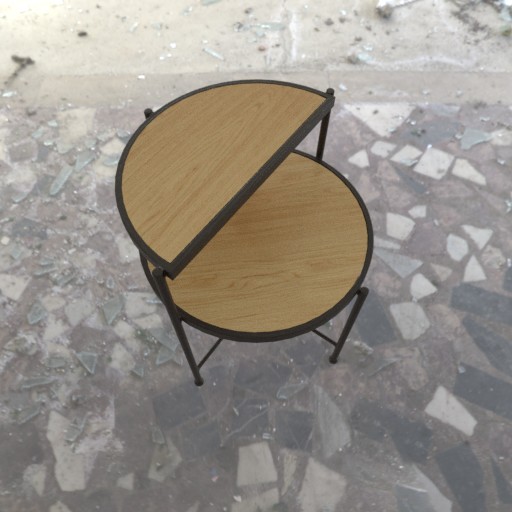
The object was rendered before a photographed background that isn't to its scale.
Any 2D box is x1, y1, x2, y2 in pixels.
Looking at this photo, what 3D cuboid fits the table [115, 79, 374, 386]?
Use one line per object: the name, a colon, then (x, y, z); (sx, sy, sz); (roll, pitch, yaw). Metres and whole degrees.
table: (0.000, 0.000, 1.199); (0.628, 0.684, 0.629); (31, 63, 18)
